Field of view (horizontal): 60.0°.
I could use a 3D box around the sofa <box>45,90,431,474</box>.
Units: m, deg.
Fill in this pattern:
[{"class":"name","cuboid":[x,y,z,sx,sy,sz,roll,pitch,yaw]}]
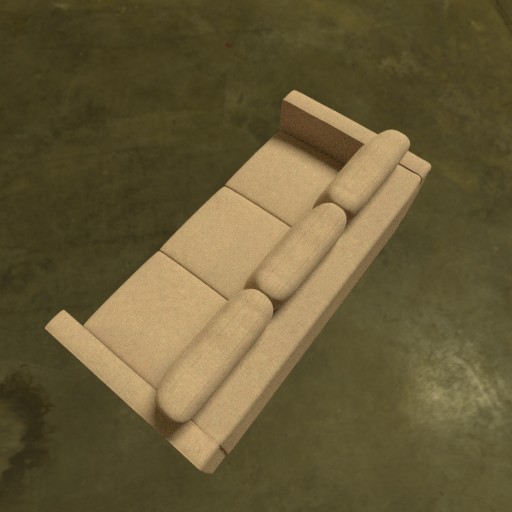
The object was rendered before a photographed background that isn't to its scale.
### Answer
[{"class":"sofa","cuboid":[0.000,0.000,2.296,0.930,0.800,1.855,35,68,17]}]
